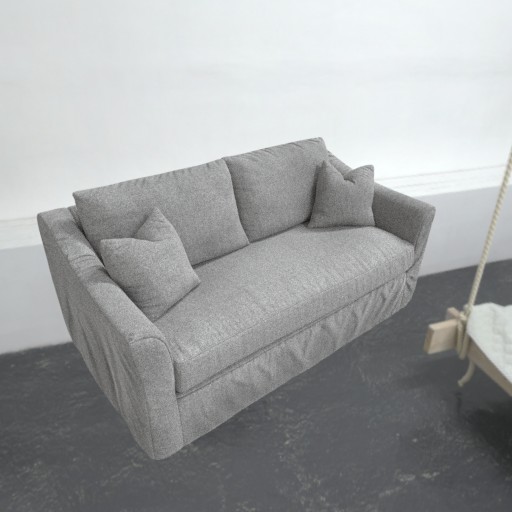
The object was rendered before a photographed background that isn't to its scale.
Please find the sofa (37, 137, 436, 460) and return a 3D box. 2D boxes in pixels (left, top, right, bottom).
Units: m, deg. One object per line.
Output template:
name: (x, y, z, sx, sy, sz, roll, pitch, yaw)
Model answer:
sofa: (0.000, 0.000, 2.570, 2.010, 1.018, 1.072, -22, 37, -33)
